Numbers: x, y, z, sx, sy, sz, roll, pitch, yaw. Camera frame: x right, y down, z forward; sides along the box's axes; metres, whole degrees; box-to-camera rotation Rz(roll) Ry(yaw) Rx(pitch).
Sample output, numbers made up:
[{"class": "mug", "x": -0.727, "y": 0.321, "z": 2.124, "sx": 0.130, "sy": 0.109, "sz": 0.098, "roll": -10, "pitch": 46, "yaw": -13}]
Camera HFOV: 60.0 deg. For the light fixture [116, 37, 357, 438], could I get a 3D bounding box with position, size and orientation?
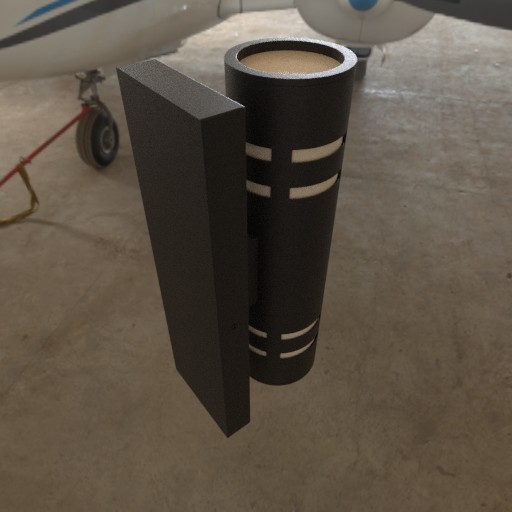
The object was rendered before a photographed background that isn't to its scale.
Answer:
[{"class": "light fixture", "x": 0.000, "y": 0.000, "z": 0.397, "sx": 0.149, "sy": 0.330, "sz": 0.105, "roll": -27, "pitch": 47, "yaw": -27}]
